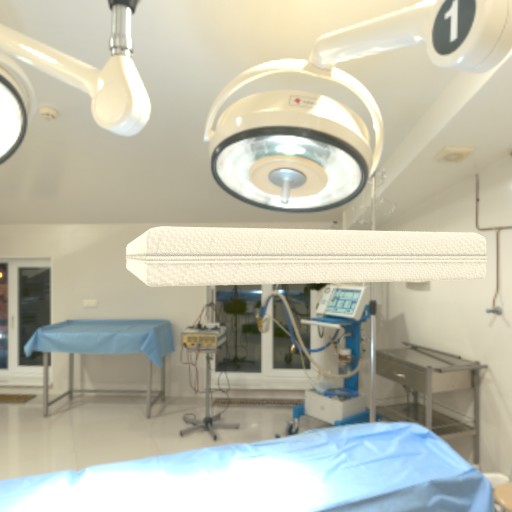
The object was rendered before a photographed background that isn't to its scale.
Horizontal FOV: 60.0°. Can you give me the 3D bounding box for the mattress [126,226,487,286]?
[{"bbox_3d":[0.000,0.000,2.589,1.400,0.200,2.000,0,0,-18],"label":"mattress"}]
